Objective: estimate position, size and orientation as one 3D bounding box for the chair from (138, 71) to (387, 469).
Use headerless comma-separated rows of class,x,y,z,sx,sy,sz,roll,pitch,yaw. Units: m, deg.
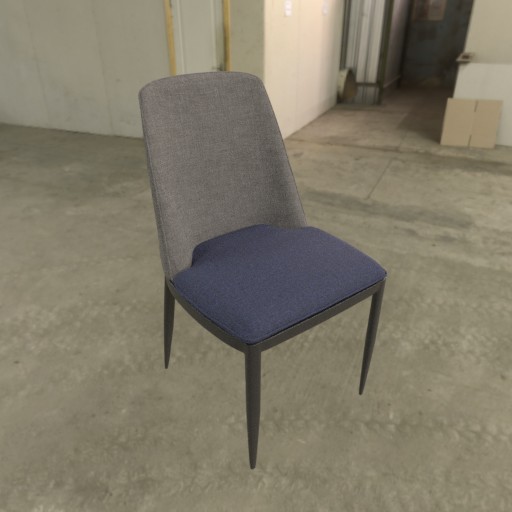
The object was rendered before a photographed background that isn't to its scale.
chair,0.000,0.000,1.180,0.488,0.855,0.550,-21,36,-31
